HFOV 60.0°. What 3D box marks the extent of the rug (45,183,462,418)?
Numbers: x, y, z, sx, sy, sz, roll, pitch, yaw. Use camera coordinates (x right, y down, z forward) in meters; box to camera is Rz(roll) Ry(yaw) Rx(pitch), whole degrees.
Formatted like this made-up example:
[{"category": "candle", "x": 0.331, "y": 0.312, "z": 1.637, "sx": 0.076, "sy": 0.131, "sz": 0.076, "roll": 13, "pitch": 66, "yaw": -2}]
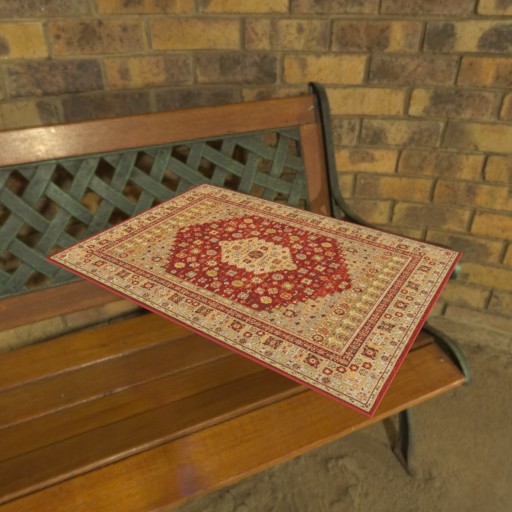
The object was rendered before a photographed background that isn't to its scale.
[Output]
[{"category": "rug", "x": 0.000, "y": 0.000, "z": 2.891, "sx": 2.211, "sy": 0.013, "sz": 1.593, "roll": 19, "pitch": 36, "yaw": 29}]
